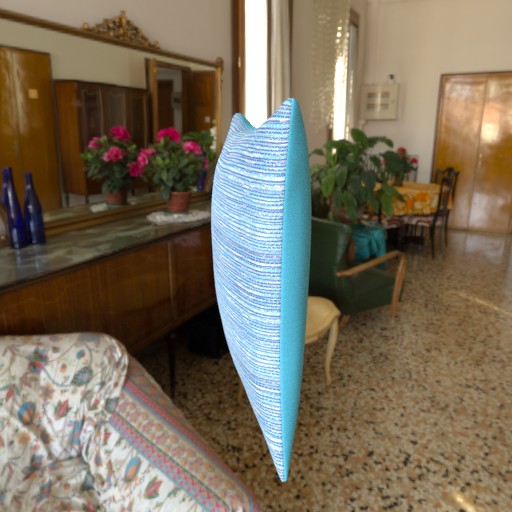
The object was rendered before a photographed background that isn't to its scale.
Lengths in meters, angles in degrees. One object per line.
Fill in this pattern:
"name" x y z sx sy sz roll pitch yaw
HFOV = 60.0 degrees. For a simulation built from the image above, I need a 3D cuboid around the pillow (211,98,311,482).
"pillow" 0.000 0.000 0.778 0.150 0.497 0.514 -2 16 -8
